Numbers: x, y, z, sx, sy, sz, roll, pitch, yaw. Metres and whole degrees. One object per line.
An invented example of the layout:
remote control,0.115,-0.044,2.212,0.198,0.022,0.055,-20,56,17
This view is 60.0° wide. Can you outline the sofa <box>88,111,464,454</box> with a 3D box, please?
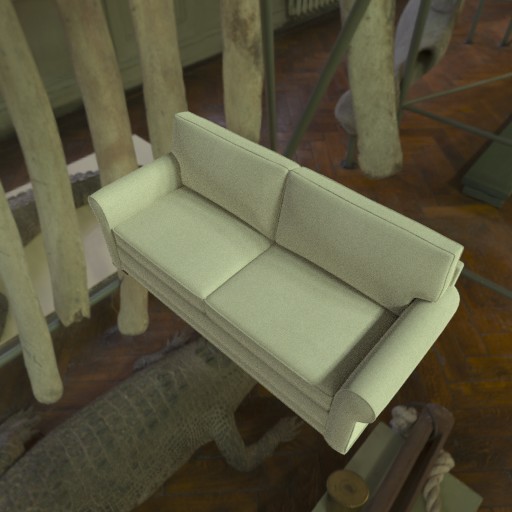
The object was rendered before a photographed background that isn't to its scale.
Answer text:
sofa,0.000,0.000,2.639,2.146,0.962,0.901,33,54,28
